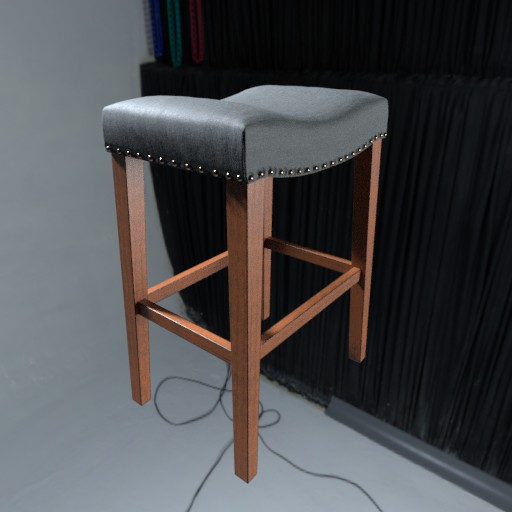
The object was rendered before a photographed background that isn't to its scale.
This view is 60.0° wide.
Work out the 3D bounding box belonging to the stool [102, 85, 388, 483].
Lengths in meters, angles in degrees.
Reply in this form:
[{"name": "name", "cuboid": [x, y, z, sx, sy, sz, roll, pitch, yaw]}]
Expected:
[{"name": "stool", "cuboid": [0.000, 0.000, 0.874, 0.320, 0.612, 0.439, 19, 31, 35]}]
